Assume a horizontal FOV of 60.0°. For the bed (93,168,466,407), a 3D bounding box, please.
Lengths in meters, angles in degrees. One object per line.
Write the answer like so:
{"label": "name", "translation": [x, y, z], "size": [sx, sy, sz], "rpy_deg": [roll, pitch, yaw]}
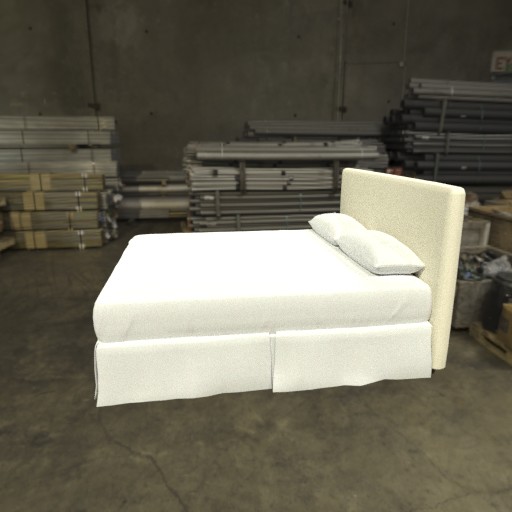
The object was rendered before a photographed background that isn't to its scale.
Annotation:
{"label": "bed", "translation": [0.000, 0.000, 3.681], "size": [2.341, 1.317, 2.119], "rpy_deg": [-2, 15, -8]}
